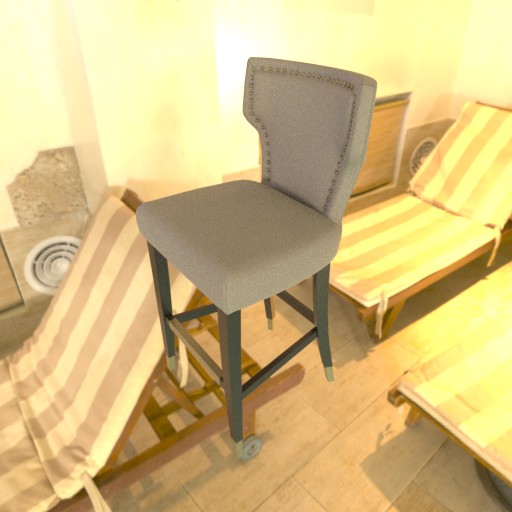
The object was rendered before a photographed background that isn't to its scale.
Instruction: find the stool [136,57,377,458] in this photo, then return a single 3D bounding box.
[{"bbox_3d":[0.000,0.000,1.409,0.563,1.092,0.526,-21,38,-30],"label":"stool"}]
